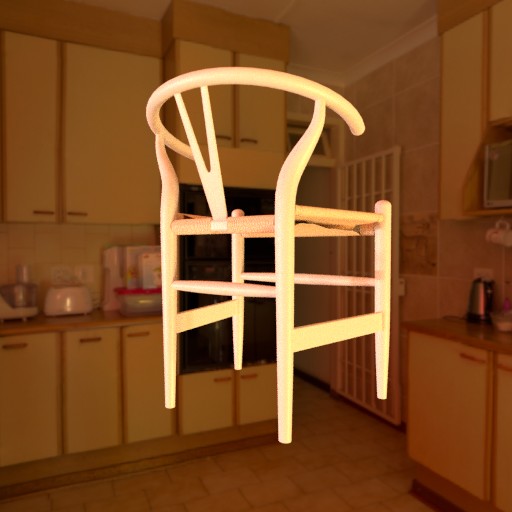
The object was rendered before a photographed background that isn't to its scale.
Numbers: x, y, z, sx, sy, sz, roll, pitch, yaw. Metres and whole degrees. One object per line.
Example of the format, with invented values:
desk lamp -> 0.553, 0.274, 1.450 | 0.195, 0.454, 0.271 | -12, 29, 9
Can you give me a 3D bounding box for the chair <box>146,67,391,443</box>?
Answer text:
chair -> 0.000, 0.000, 1.086 | 0.533, 0.736, 0.500 | 1, 1, 35
